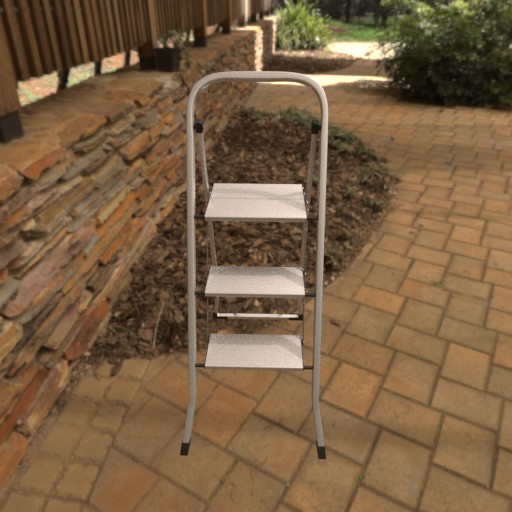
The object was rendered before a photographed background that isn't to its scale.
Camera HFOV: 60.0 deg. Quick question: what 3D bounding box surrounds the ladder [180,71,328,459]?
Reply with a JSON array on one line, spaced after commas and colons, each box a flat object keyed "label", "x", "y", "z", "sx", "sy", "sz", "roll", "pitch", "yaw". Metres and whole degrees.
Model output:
[{"label": "ladder", "x": 0.000, "y": 0.000, "z": 1.432, "sx": 0.465, "sy": 1.070, "sz": 0.704, "roll": 1, "pitch": 31, "yaw": 1}]
